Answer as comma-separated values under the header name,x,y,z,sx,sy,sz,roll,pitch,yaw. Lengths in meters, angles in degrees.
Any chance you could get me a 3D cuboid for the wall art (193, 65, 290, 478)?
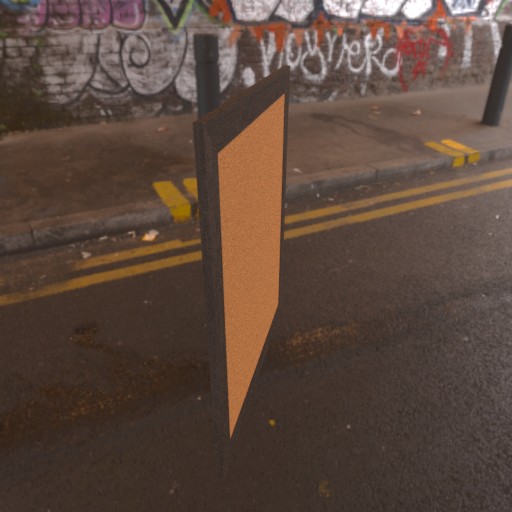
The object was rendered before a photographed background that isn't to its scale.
name,x,y,z,sx,sy,sz,roll,pitch,yaw
wall art,0.000,0.000,0.784,0.013,0.570,0.476,7,31,12
